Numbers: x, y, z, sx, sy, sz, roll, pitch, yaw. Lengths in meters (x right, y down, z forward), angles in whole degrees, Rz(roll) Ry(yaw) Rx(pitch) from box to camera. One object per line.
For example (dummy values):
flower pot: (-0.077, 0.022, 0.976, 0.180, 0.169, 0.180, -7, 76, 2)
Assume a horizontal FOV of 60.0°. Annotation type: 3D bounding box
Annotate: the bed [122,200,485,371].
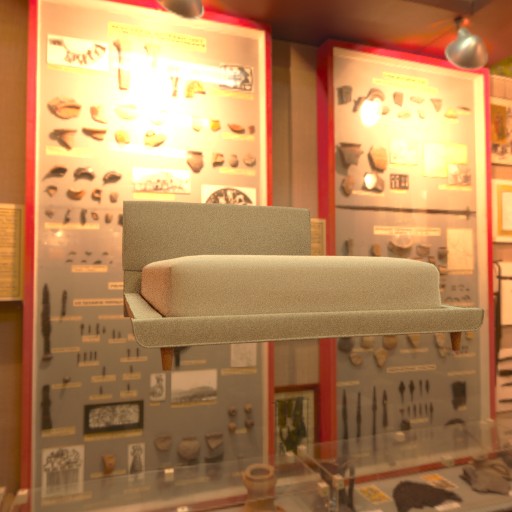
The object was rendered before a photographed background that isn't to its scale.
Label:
bed: (0.000, 0.000, 3.245, 1.840, 1.067, 2.368, 1, -2, -18)
